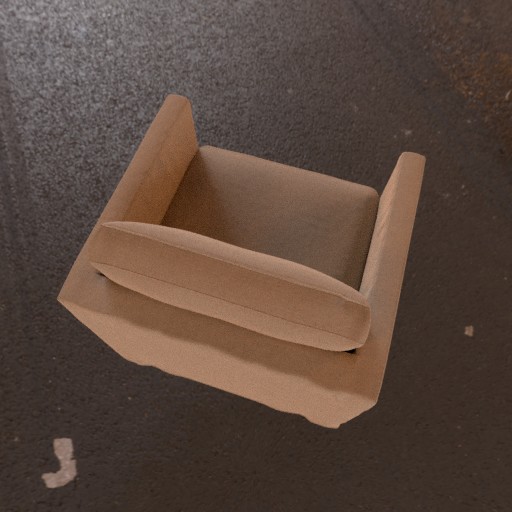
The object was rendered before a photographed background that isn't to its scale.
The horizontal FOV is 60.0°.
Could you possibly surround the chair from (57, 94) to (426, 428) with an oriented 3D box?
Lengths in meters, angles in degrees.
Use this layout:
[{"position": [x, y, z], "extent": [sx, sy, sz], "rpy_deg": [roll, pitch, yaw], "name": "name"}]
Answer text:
[{"position": [0.000, 0.000, 1.738], "extent": [1.057, 0.867, 0.949], "rpy_deg": [16, 65, 8], "name": "chair"}]
